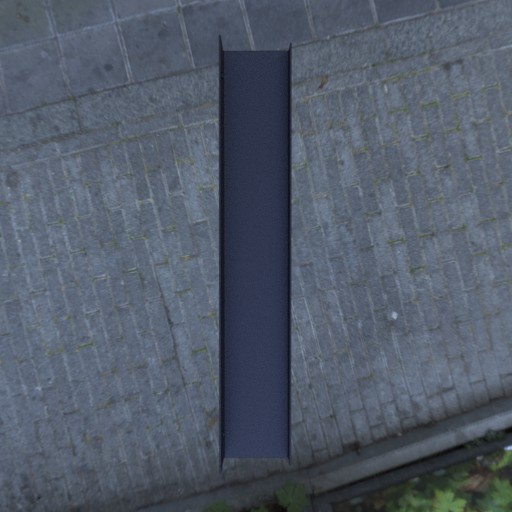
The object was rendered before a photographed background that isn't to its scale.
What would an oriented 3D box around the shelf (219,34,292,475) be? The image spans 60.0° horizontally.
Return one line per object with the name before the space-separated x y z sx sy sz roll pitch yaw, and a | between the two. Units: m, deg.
shelf | 0.000 0.000 0.634 0.102 0.053 0.605 0 91 1
